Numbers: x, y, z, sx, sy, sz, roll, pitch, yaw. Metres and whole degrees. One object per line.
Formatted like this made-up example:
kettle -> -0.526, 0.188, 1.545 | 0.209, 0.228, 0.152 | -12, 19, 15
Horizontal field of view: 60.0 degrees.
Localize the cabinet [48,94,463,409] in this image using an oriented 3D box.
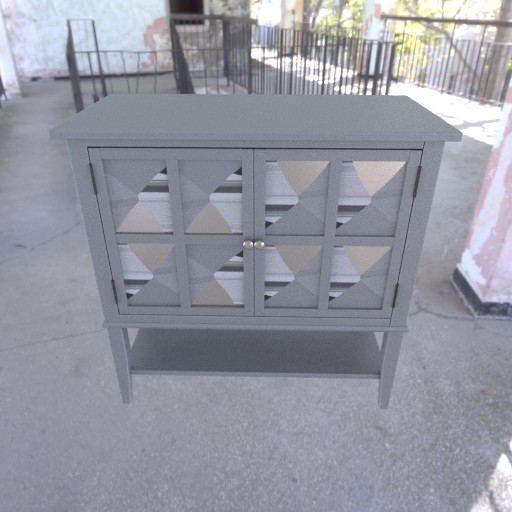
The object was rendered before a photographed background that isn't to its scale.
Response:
cabinet -> 0.000, 0.000, 1.219 | 0.801, 0.780, 0.396 | 1, 30, 1
